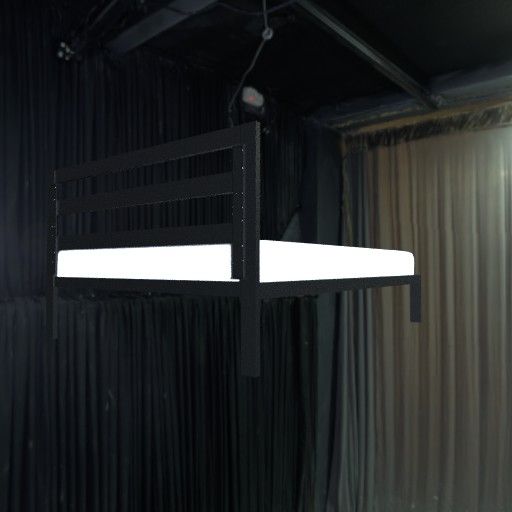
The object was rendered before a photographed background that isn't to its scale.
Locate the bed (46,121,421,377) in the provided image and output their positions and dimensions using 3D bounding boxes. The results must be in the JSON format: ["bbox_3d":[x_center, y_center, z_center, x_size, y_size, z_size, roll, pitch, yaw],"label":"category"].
[{"bbox_3d":[0.000,0.000,2.940,1.524,0.967,2.062,-1,-2,37],"label":"bed"}]
